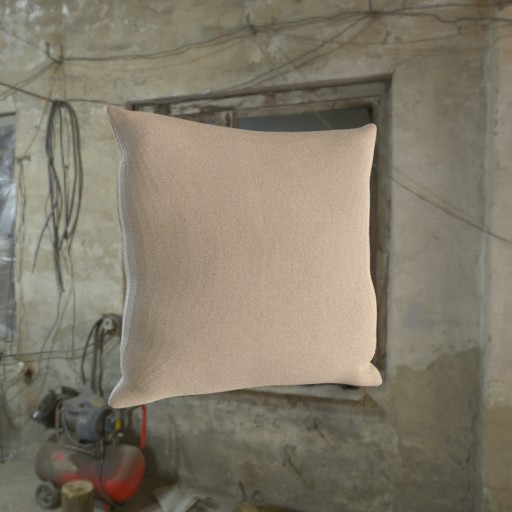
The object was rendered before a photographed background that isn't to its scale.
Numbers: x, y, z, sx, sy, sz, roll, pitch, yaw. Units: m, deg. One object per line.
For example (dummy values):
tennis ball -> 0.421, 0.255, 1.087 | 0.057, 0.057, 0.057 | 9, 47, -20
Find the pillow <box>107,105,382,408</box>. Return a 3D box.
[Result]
pillow -> 0.000, 0.000, 0.690 | 0.440, 0.441, 0.182 | 0, 1, -17
